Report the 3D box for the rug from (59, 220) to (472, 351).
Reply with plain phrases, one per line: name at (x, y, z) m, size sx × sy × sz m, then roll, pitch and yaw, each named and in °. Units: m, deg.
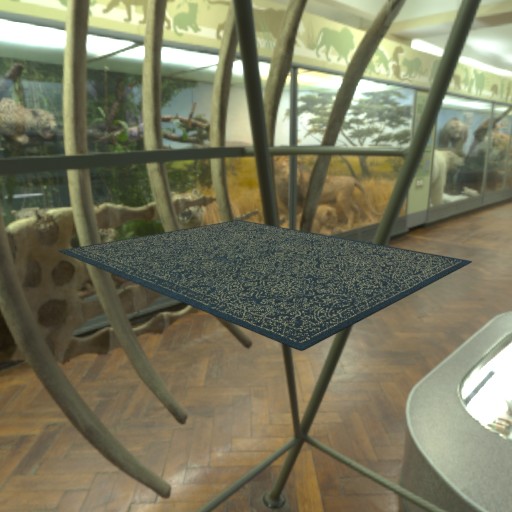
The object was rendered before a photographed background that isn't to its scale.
rug at (0.000, 0.000, 4.155) m, size 3.048 × 0.010 × 2.438 m, roll 14°, pitch 20°, yaw 43°
